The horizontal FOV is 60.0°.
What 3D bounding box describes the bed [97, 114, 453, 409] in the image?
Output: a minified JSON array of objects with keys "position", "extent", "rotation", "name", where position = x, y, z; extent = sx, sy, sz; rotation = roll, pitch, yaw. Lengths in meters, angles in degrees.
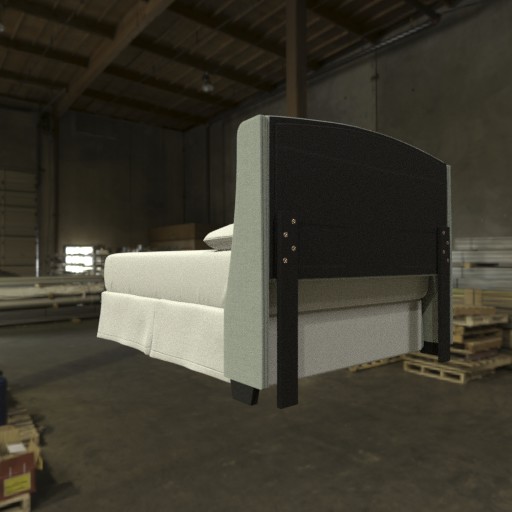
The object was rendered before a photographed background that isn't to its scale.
[{"position":[0.000,0.000,3.354],"extent":[1.710,1.407,2.237],"rotation":[0,-1,-39],"name":"bed"}]
